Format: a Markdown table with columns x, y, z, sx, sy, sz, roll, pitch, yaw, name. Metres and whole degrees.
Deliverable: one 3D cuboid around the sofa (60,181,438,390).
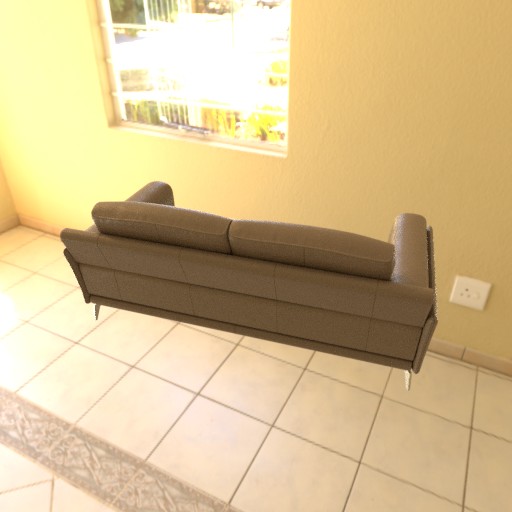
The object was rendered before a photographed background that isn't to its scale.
| x | y | z | sx | sy | sz | roll | pitch | yaw | name |
| --- | --- | --- | --- | --- | --- | --- | --- | --- | --- |
| 0.000 | 0.000 | 2.798 | 2.101 | 0.930 | 1.049 | 9 | 33 | 15 | sofa |
